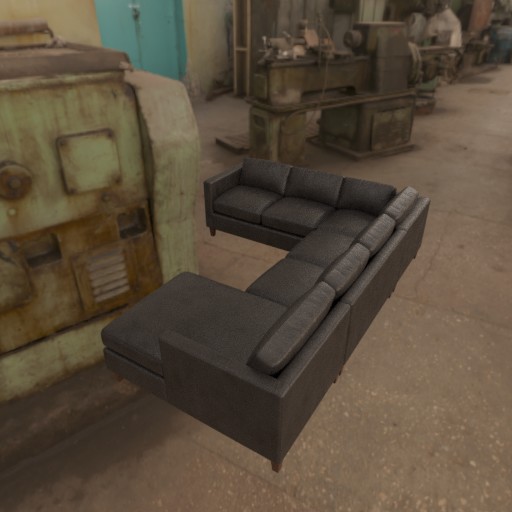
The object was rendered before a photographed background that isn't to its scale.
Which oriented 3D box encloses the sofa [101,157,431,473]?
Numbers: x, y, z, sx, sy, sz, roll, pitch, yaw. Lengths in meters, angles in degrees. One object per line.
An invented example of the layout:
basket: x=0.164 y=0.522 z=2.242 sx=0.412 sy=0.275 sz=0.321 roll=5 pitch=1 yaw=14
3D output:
sofa: x=0.000 y=0.000 z=4.360 sx=2.452 sy=0.891 sz=3.324 roll=18 pitch=35 yaw=28
